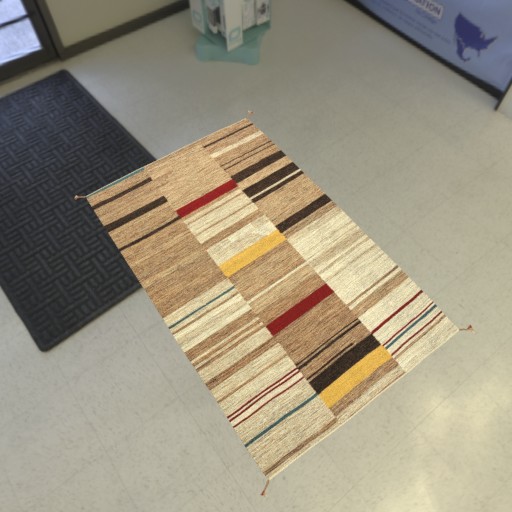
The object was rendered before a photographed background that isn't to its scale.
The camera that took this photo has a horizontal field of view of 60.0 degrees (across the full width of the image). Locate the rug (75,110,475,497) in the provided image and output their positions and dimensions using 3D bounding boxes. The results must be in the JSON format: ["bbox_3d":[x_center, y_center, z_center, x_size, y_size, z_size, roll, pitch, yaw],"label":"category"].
[{"bbox_3d":[0.000,0.000,2.355,1.268,0.007,1.918,-31,63,-17],"label":"rug"}]
